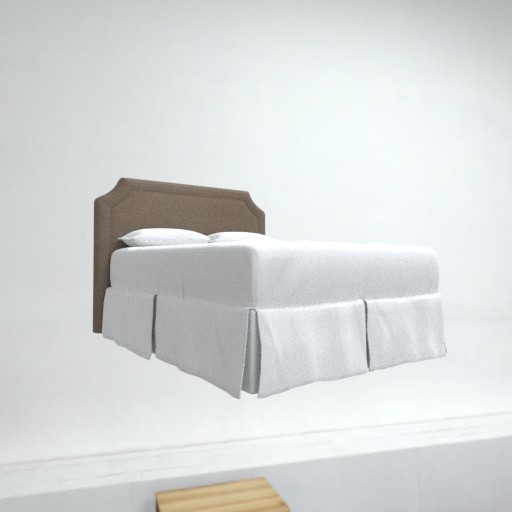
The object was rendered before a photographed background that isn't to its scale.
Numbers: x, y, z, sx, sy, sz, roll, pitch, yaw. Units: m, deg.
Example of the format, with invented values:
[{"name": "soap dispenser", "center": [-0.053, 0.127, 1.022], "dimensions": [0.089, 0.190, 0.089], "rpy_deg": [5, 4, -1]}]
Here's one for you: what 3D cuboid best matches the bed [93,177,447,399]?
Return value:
[{"name": "bed", "center": [0.000, 0.000, 3.199], "dimensions": [1.693, 1.290, 2.116], "rpy_deg": [0, 0, -37]}]
